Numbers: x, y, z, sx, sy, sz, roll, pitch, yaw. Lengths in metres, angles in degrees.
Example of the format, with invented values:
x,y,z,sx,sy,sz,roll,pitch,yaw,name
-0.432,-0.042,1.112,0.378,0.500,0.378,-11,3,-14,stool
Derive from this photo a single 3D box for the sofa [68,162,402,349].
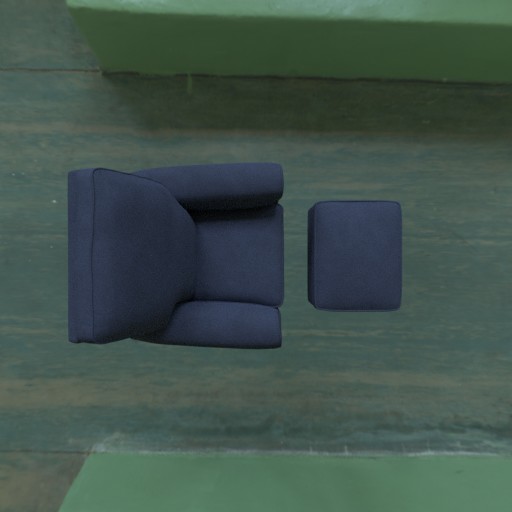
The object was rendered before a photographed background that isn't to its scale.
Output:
x,y,z,sx,sy,sz,roll,pitch,yaw,name
0.000,0.000,2.087,1.478,0.959,0.880,0,91,-1,sofa
